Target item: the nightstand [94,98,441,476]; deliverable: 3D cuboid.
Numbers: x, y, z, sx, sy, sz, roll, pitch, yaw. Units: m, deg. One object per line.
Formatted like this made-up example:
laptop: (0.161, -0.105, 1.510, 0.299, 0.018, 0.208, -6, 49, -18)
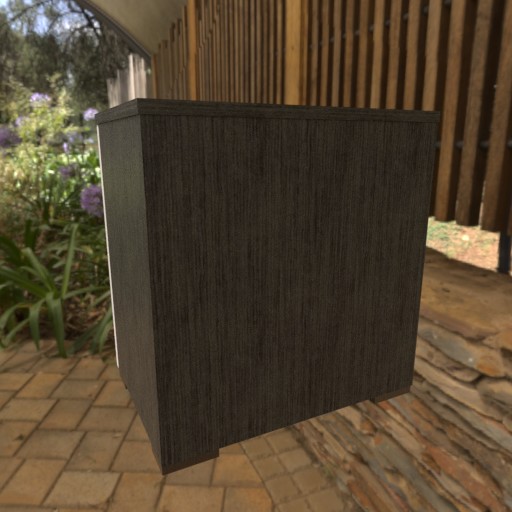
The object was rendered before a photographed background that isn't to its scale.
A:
nightstand: (0.000, 0.000, 0.749, 0.441, 0.460, 0.325, -7, 16, -26)
